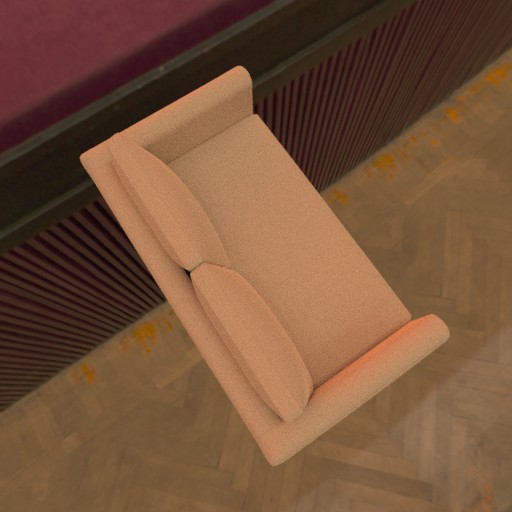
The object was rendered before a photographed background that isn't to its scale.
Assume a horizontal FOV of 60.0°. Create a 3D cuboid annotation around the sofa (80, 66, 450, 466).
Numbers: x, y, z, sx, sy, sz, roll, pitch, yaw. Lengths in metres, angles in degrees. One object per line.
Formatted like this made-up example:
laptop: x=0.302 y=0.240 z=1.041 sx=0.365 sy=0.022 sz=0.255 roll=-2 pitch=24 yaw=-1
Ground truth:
sofa: x=0.000 y=0.000 z=2.146 sx=0.905 sy=0.873 sz=1.598 roll=-33 pitch=77 yaw=-9
